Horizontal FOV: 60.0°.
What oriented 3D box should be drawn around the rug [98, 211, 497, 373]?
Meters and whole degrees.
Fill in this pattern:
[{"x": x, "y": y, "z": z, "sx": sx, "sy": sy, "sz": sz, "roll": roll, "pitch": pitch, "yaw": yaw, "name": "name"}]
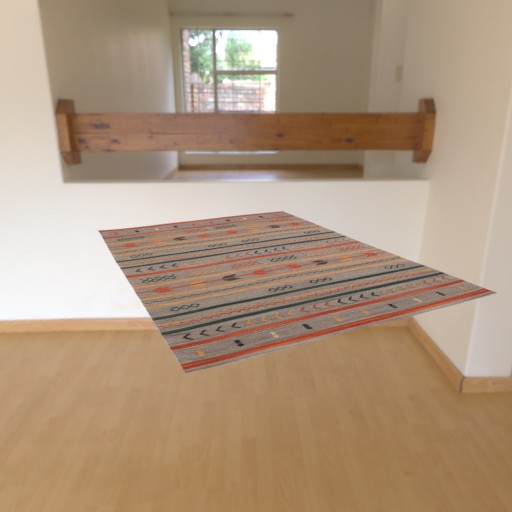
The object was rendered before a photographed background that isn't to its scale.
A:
[{"x": 0.000, "y": 0.000, "z": 3.897, "sx": 2.263, "sy": 0.022, "sz": 3.029, "roll": -9, "pitch": 20, "yaw": -25, "name": "rug"}]
